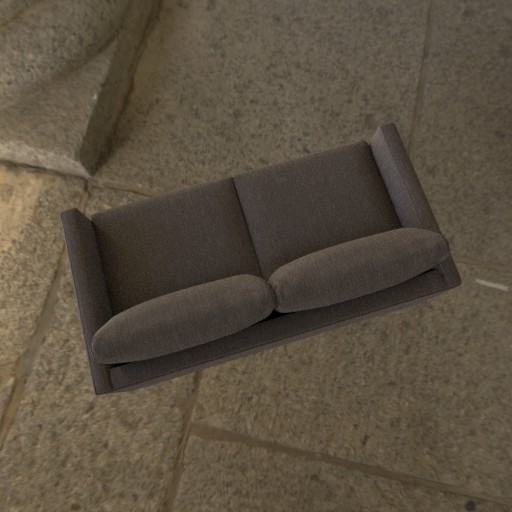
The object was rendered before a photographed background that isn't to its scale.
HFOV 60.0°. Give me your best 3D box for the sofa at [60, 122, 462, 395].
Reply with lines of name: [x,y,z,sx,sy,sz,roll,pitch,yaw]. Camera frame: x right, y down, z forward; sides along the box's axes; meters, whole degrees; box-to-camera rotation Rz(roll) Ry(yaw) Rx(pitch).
sofa: [0.000,0.000,2.193,1.682,0.840,0.875,-16,75,-4]
